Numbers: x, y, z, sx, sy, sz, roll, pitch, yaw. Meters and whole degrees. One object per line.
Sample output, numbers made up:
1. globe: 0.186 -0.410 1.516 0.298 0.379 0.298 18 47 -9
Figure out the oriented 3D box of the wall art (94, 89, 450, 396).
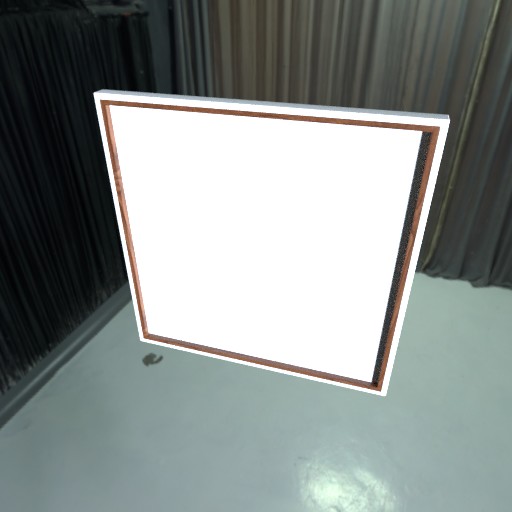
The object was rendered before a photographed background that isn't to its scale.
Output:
1. wall art: 0.000 0.000 1.501 1.009 1.009 0.049 9 34 14
